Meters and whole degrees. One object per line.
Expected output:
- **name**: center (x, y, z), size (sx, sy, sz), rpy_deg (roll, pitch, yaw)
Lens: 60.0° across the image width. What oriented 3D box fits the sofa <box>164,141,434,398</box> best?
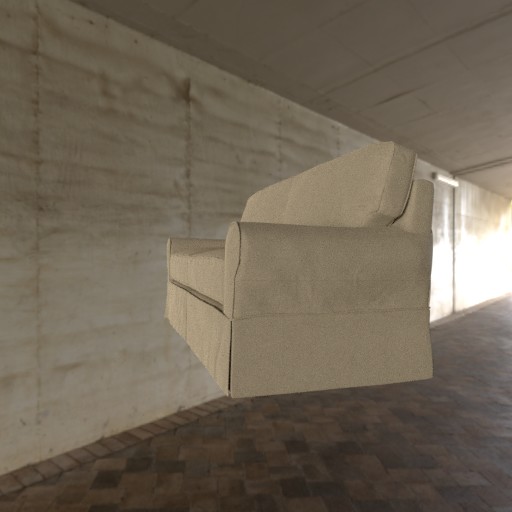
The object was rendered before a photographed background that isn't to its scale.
- **sofa**: center (0.000, 0.000, 2.705), size (0.900, 1.014, 2.246), rpy_deg (0, 1, -18)
